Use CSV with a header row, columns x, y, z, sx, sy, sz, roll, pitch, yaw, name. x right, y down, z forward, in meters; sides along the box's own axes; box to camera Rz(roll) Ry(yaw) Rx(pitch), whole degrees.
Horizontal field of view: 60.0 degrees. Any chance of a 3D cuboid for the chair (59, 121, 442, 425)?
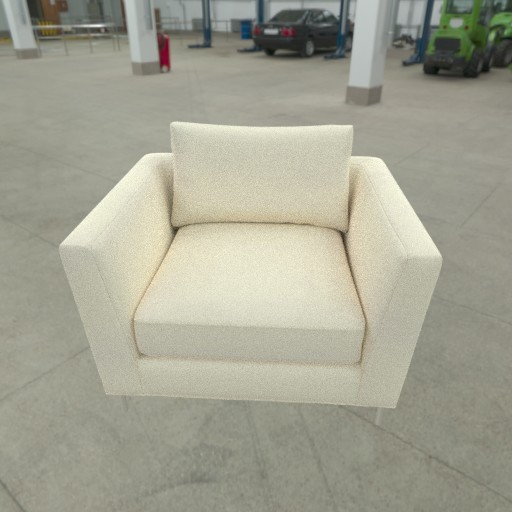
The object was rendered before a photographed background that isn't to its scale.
x,y,z,sx,sy,sz,roll,pitch,yaw,name
0.000,0.000,1.671,1.041,0.865,0.889,2,30,3,chair
